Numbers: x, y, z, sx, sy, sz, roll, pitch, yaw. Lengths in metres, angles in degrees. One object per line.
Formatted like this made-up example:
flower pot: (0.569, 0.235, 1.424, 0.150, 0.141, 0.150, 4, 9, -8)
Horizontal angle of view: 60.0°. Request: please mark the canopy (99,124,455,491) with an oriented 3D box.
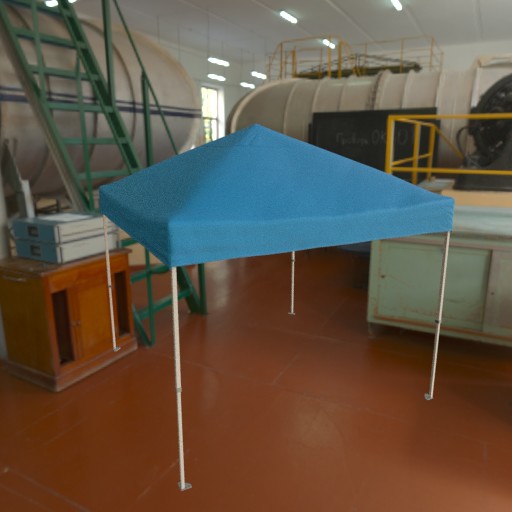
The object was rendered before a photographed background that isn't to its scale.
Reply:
canopy: (0.000, 0.000, 5.236, 2.996, 2.997, 2.998, -7, 16, -27)
